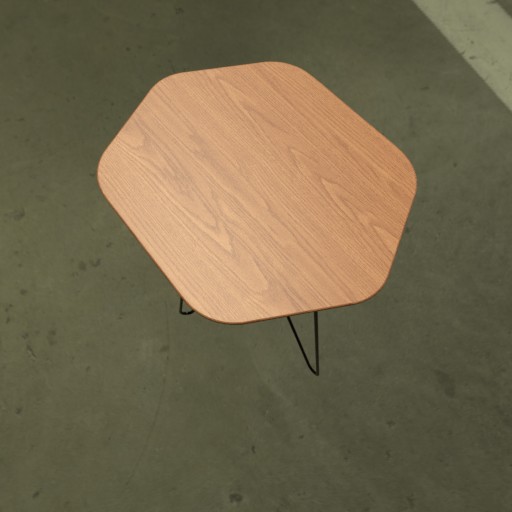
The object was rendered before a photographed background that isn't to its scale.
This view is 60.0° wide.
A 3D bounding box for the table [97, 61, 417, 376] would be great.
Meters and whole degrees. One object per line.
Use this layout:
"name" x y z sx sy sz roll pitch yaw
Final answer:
"table" 0.000 0.000 0.911 0.400 0.562 0.500 -35 69 -16
